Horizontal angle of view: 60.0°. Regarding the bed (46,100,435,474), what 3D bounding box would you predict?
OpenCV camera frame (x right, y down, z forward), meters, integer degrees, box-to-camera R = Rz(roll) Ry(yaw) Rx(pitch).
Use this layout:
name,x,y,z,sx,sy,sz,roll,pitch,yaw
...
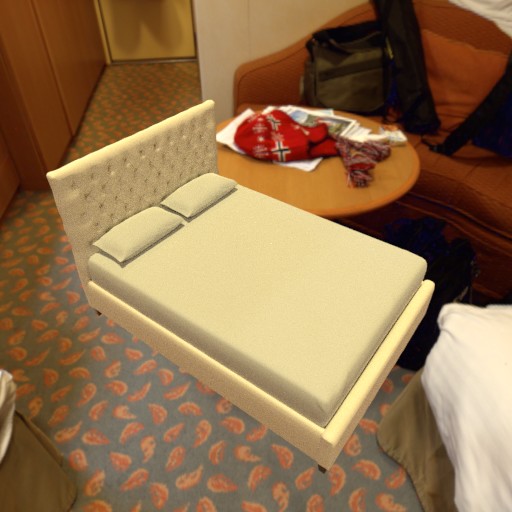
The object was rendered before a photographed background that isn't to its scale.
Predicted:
name,x,y,z,sx,sy,sz,roll,pitch,yaw
bed,0.000,0.000,3.438,2.387,1.427,1.698,26,47,27
